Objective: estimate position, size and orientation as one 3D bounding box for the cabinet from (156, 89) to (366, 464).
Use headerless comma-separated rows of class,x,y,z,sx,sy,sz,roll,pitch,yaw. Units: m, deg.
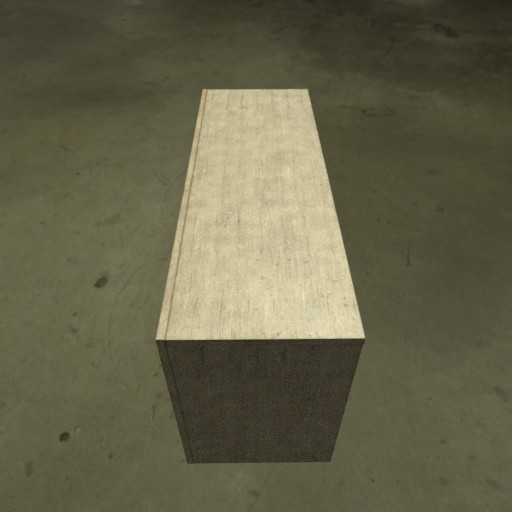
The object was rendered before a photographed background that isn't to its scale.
cabinet,0.000,0.000,1.875,0.511,0.825,1.460,0,43,0
